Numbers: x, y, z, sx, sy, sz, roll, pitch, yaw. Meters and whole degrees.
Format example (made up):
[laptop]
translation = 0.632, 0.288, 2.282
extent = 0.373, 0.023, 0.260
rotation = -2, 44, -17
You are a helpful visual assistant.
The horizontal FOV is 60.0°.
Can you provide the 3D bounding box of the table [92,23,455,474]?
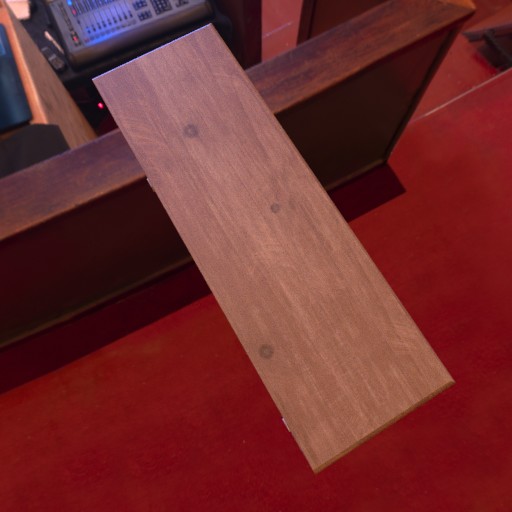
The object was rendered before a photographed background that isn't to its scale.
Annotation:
[table]
translation = 0.000, 0.000, 1.553
extent = 0.399, 0.800, 1.219
rotation = -29, 76, -8
